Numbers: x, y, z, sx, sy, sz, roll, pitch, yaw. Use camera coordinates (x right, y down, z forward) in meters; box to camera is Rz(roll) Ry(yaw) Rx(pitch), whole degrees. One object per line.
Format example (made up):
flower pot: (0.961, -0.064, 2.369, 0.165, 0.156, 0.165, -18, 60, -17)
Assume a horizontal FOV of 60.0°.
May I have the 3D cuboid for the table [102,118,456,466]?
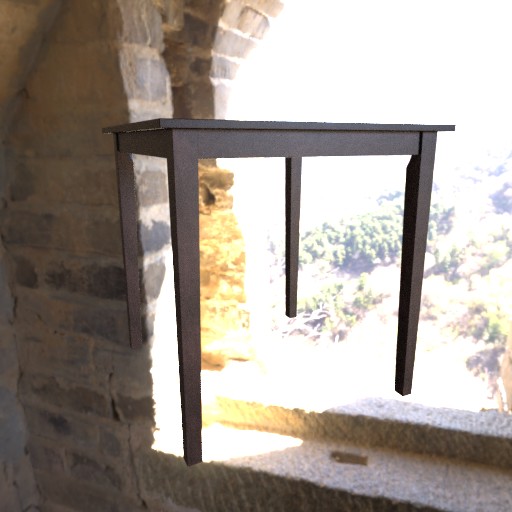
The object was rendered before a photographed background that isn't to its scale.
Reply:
table: (0.000, 0.000, 1.371, 0.749, 0.770, 0.749, -7, 16, -25)
